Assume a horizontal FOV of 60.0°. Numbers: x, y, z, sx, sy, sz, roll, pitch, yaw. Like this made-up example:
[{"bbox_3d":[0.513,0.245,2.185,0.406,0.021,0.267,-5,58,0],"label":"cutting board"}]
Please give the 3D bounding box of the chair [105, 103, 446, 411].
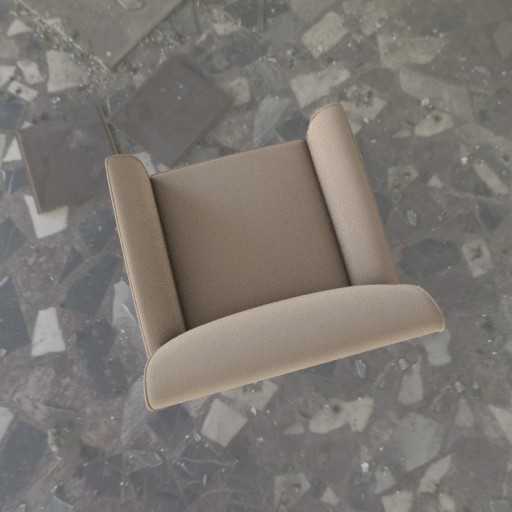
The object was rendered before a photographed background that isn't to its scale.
[{"bbox_3d":[0.000,0.000,1.547,0.820,0.915,0.820,-14,75,-4],"label":"chair"}]
